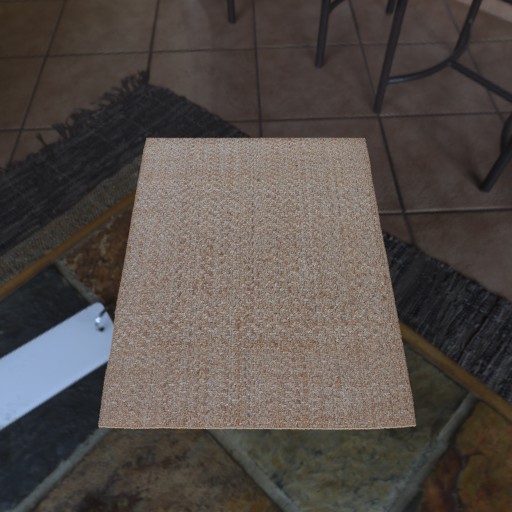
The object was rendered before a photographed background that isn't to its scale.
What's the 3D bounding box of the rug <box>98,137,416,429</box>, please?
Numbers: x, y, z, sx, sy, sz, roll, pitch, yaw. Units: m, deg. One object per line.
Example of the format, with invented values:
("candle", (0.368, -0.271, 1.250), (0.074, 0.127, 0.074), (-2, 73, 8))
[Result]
("rug", (0.000, 0.000, 4.121), (2.439, 0.013, 3.048), (0, 59, 0))
